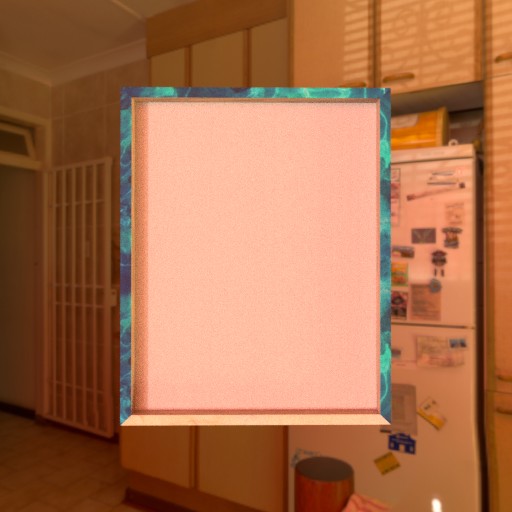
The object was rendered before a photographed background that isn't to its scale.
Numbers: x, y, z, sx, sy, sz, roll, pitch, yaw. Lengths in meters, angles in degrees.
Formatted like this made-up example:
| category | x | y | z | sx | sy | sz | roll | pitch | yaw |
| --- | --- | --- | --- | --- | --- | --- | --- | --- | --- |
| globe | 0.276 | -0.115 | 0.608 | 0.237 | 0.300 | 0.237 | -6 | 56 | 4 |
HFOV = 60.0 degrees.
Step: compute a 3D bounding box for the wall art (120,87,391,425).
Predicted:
| category | x | y | z | sx | sy | sz | roll | pitch | yaw |
| --- | --- | --- | --- | --- | --- | --- | --- | --- | --- |
| wall art | 0.000 | 0.000 | 1.017 | 0.609 | 0.760 | 0.038 | 0 | 0 | -1 |
